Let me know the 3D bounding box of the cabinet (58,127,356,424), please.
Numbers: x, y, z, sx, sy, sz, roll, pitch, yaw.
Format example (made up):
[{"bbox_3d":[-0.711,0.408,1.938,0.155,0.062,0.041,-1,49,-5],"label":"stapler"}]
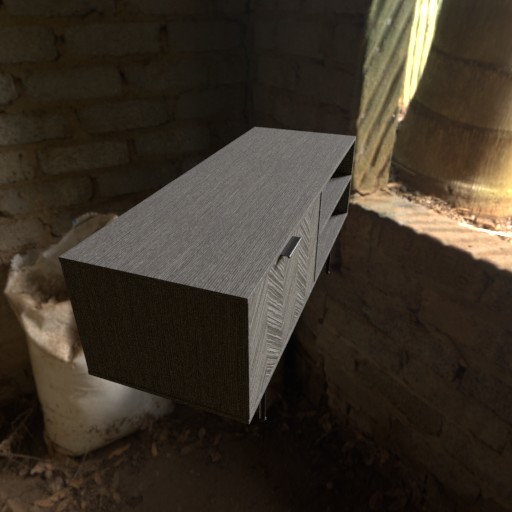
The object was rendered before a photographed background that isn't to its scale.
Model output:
[{"bbox_3d":[0.000,0.000,1.636,0.500,0.599,1.300,11,32,18],"label":"cabinet"}]
